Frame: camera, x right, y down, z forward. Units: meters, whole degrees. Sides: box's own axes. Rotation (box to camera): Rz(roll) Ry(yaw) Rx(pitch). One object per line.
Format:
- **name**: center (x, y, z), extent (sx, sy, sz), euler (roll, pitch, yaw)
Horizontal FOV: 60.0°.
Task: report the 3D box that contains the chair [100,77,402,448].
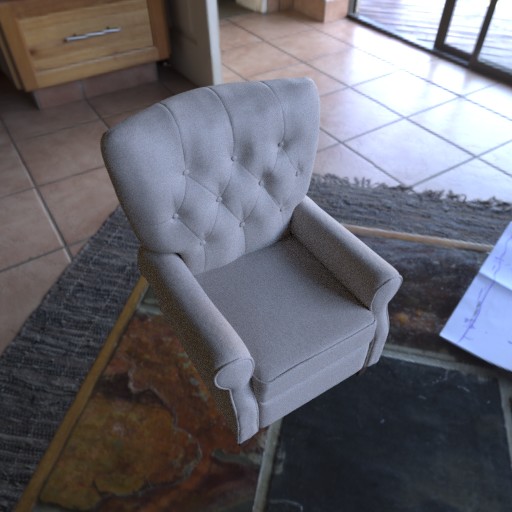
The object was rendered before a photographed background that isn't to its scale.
- **chair**: center (0.000, 0.000, 1.921), extent (0.942, 1.209, 1.025), euler (-23, 49, -22)
